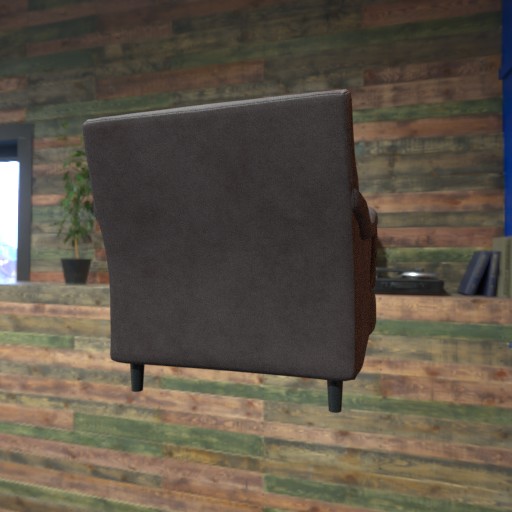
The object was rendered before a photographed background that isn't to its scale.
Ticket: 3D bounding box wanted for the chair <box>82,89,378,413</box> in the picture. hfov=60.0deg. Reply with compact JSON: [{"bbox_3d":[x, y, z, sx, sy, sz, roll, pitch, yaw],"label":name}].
[{"bbox_3d":[0.000,0.000,1.821,0.955,0.997,1.070,0,-1,18],"label":"chair"}]
